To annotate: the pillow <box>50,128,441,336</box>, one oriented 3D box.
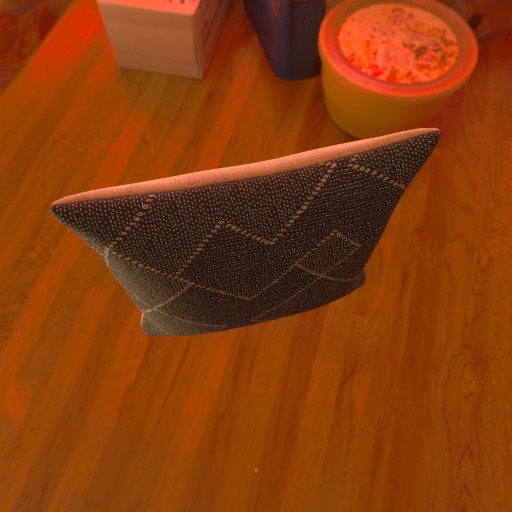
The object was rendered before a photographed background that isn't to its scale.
[{"bbox_3d":[0.000,0.000,0.661,0.435,0.428,0.148,-12,65,-6],"label":"pillow"}]
